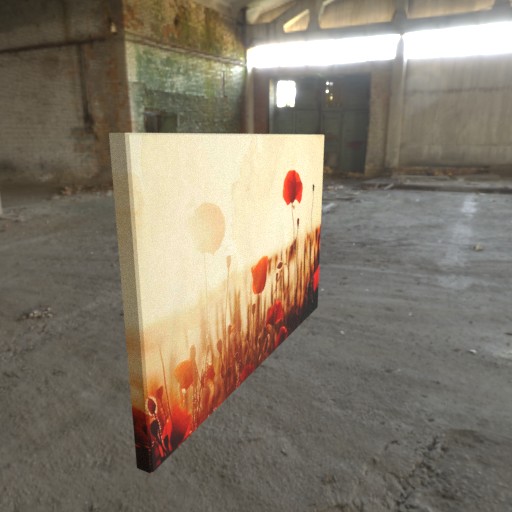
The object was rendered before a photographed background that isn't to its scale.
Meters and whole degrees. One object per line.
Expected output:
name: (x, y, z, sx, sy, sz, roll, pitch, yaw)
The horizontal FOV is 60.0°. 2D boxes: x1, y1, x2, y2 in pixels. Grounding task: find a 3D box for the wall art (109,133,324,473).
wall art: (0.000, 0.000, 1.134, 0.038, 0.602, 0.918, 8, 17, 26)
